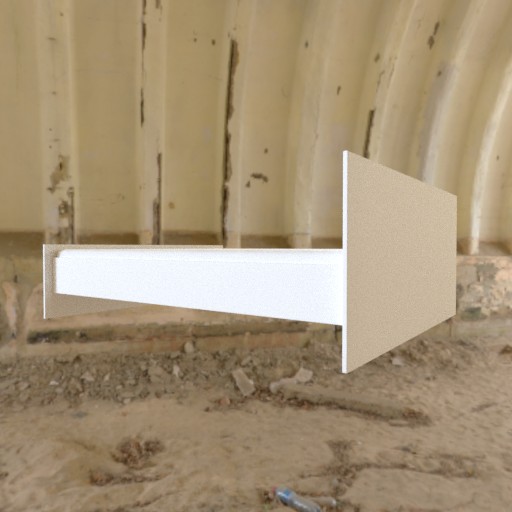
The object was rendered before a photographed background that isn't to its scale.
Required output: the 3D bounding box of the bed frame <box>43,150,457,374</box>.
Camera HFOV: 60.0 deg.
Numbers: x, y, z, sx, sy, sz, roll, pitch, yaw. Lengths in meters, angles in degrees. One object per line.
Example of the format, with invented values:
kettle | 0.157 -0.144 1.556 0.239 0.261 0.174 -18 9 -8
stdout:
bed frame | 0.000 0.000 2.875 2.060 0.800 1.720 1 1 36
